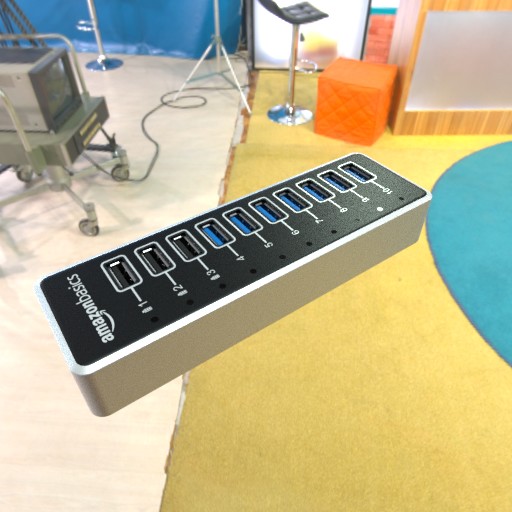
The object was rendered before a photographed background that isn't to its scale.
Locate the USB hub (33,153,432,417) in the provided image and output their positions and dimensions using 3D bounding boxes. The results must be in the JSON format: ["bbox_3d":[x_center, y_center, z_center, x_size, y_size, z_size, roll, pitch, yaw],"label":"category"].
[{"bbox_3d":[0.000,0.000,0.165,0.145,0.023,0.044,-25,48,-25],"label":"USB hub"}]
